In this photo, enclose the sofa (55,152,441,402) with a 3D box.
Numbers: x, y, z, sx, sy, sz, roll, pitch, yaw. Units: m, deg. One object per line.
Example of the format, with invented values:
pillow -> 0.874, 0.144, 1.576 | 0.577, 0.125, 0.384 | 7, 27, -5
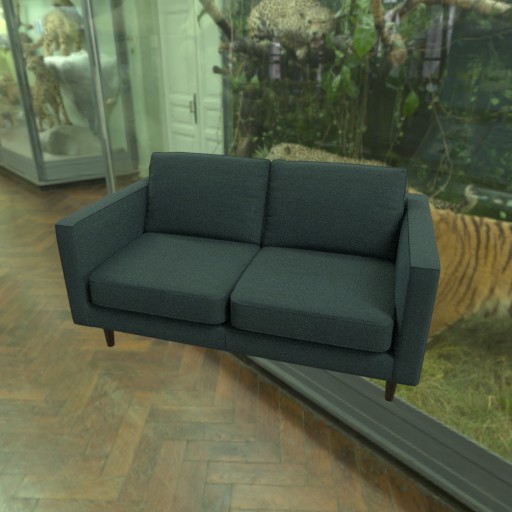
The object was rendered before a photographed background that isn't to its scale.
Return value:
sofa -> 0.000, 0.000, 2.304 | 1.659, 0.907, 0.999 | 7, 25, 15
